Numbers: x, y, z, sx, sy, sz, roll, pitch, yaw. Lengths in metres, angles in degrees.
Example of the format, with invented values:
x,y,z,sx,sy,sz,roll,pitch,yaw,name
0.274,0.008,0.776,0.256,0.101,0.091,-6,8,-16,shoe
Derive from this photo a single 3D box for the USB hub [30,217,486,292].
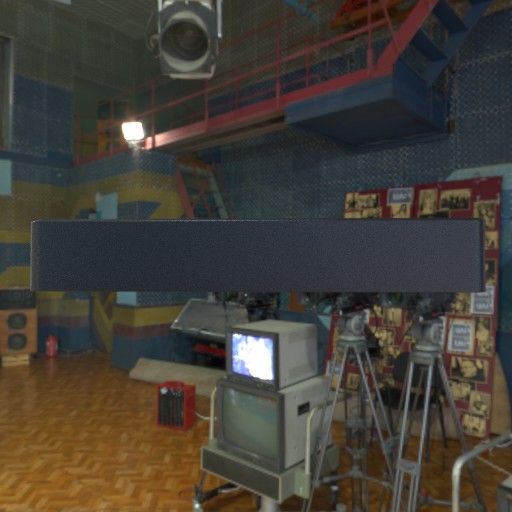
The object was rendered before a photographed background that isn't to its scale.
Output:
x,y,z,sx,sy,sz,roll,pitch,yaw,name
0.000,0.000,0.160,0.145,0.023,0.044,0,-1,2,USB hub
